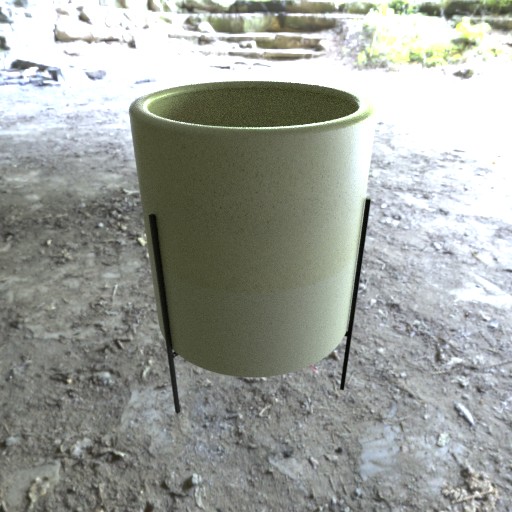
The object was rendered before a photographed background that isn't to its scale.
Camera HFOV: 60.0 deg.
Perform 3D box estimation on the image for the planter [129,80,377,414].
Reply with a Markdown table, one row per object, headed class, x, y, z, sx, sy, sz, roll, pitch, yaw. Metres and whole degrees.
| class | x | y | z | sx | sy | sz | roll | pitch | yaw |
| --- | --- | --- | --- | --- | --- | --- | --- | --- | --- |
| planter | 0.000 | 0.000 | 0.712 | 0.333 | 0.483 | 0.324 | 10 | 32 | 17 |
